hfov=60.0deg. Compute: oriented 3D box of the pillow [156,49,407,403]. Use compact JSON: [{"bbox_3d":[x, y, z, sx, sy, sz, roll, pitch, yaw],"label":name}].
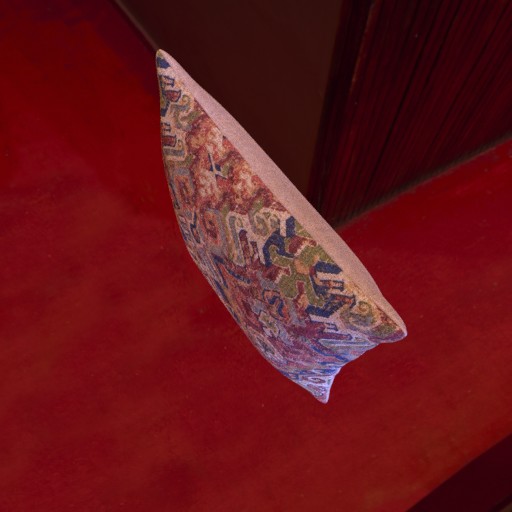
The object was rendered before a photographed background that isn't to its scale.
[{"bbox_3d":[0.000,0.000,0.773,0.166,0.506,0.523,-32,68,-14],"label":"pillow"}]
